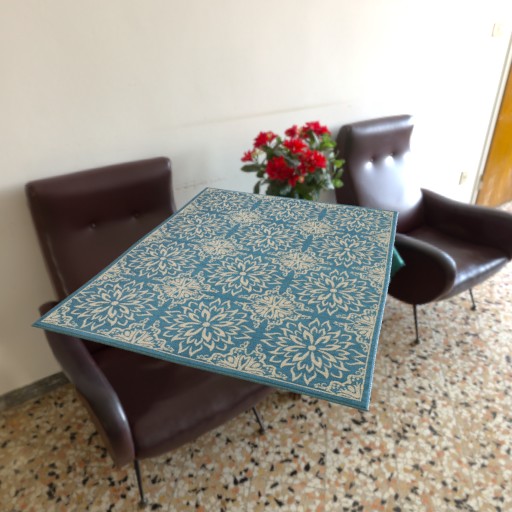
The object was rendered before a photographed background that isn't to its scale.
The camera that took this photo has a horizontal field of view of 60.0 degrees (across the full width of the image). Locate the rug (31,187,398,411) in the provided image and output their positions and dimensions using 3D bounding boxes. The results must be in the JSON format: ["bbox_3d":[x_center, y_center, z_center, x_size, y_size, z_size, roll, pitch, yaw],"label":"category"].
[{"bbox_3d":[0.000,0.000,4.028,2.350,0.018,2.964,10,30,17],"label":"rug"}]
